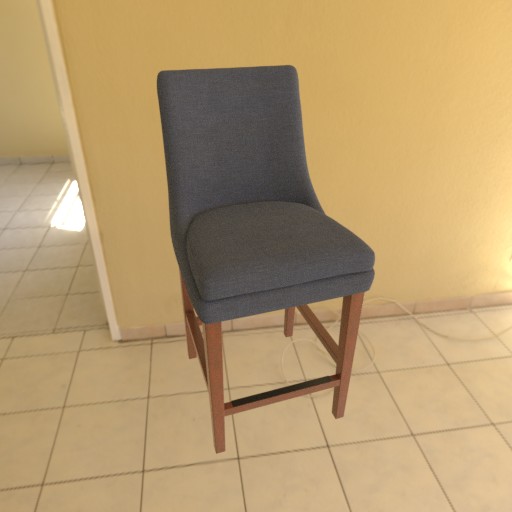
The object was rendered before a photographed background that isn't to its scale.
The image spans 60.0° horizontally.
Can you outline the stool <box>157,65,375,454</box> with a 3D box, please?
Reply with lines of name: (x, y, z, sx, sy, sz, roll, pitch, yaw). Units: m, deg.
stool: (0.000, 0.000, 1.317, 0.470, 0.981, 0.577, -10, 31, -16)
